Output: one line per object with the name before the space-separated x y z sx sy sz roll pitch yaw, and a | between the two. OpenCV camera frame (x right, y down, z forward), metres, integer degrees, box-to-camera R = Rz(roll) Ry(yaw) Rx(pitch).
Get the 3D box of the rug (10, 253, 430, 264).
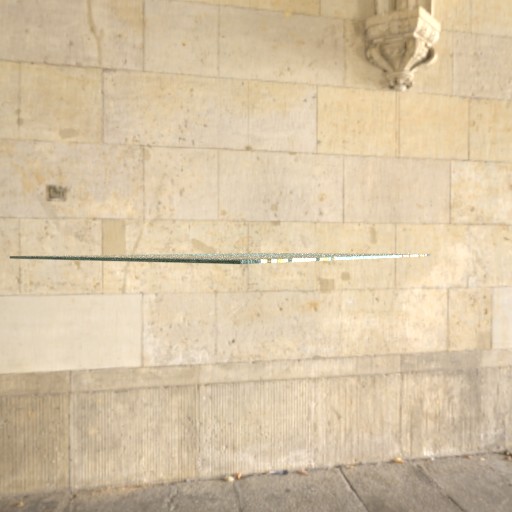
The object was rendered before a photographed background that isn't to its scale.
rug | 0.000 0.000 2.216 1.212 0.010 1.811 1 1 36
